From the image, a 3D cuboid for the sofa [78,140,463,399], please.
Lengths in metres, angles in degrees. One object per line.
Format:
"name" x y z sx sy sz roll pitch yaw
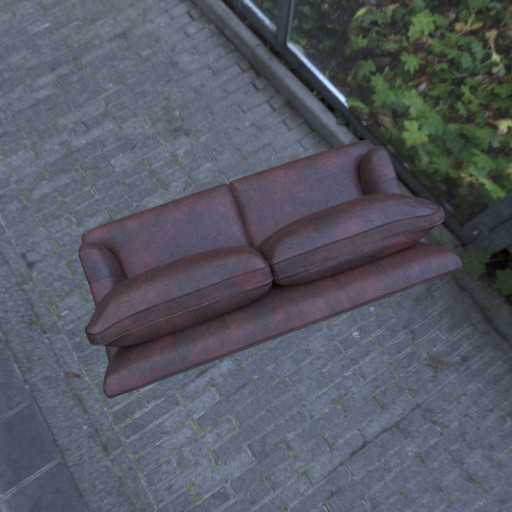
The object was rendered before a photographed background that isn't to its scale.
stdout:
"sofa" 0.000 0.000 2.912 2.144 1.071 1.147 -19 76 -5
